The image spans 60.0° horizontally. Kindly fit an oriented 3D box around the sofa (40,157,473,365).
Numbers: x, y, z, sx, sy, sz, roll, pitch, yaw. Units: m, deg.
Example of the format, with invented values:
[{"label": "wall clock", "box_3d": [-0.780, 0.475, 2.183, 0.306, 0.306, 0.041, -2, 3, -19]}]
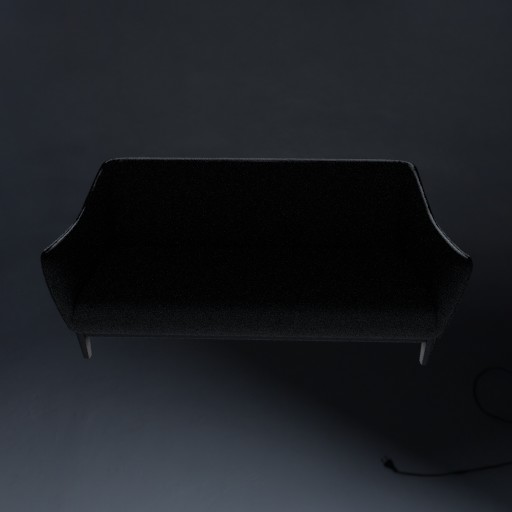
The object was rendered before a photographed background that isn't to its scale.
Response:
[{"label": "sofa", "box_3d": [0.000, 0.000, 2.389, 1.928, 0.829, 0.867, 1, 30, 1]}]
